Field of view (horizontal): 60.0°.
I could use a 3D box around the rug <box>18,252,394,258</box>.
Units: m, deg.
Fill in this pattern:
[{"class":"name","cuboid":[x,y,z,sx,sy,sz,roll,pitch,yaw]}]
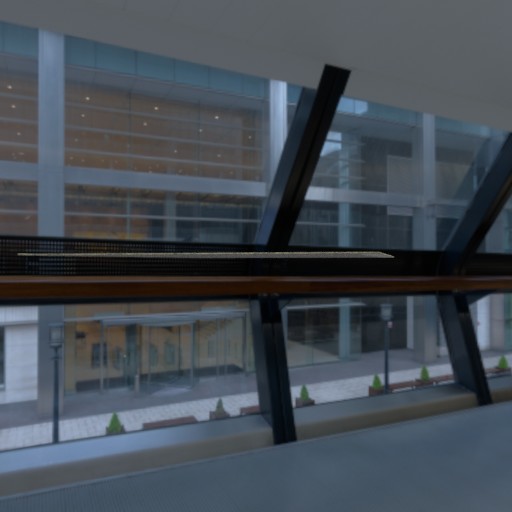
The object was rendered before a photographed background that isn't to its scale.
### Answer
[{"class":"rug","cuboid":[0.000,0.000,4.220,2.437,0.014,3.201,0,-1,19]}]
